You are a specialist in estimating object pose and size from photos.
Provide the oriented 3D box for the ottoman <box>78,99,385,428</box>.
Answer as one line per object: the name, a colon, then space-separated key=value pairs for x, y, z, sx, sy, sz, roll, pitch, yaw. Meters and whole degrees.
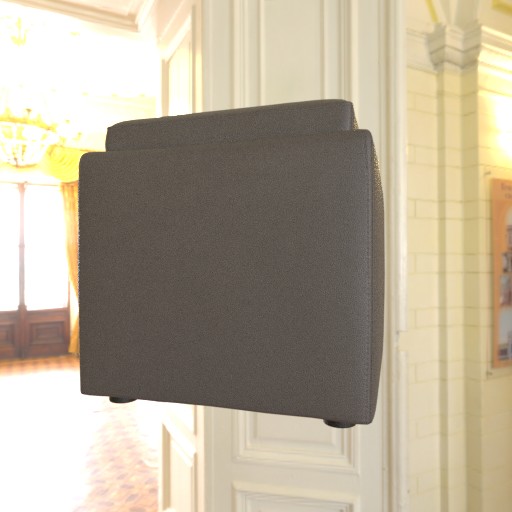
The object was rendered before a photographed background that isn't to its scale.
ottoman: x=0.000 y=0.000 z=0.818 sx=0.451 sy=0.460 sz=0.450 roll=0 pitch=0 yaw=17
